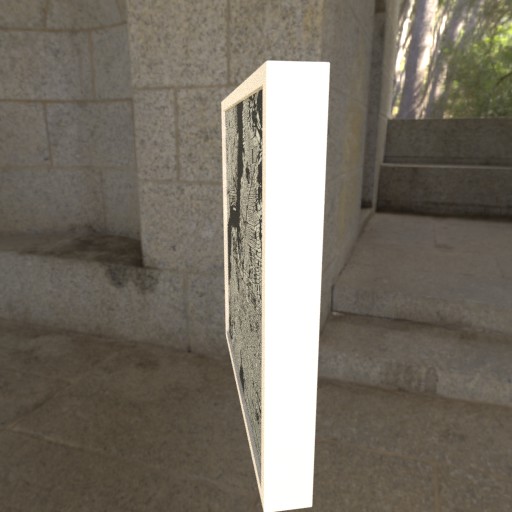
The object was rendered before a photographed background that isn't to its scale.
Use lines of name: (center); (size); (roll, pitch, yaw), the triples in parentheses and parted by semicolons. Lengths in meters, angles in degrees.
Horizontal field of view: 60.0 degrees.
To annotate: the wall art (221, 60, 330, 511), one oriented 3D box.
wall art: (0.000, 0.000, 0.431); (0.037, 0.305, 0.305); (-2, 15, -9)
